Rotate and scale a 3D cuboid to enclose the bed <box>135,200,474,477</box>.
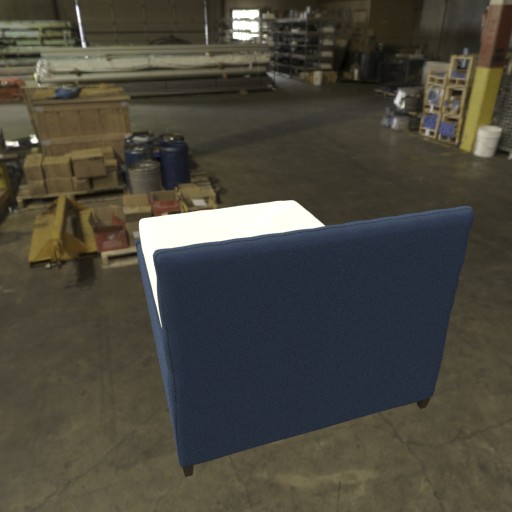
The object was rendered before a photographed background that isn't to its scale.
[{"bbox_3d":[0.000,0.000,3.412,1.706,1.427,2.387,-9,29,-16],"label":"bed"}]
